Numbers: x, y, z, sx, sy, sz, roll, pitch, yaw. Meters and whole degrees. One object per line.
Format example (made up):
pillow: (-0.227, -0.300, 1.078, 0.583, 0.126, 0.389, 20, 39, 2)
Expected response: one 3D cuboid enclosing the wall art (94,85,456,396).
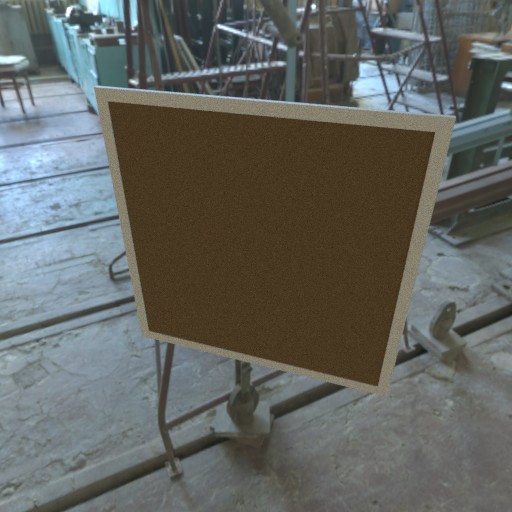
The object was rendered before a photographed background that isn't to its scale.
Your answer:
wall art: (0.000, 0.000, 1.186, 0.812, 0.812, 0.015, 10, 35, 15)
